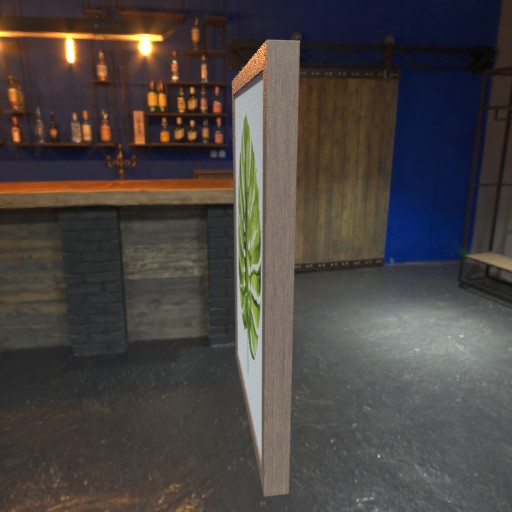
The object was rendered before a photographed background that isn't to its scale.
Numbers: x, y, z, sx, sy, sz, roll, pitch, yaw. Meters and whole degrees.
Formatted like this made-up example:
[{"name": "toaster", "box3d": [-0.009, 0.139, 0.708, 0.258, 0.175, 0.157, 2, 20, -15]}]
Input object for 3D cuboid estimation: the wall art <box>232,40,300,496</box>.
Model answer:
[{"name": "wall art", "box3d": [0.000, 0.000, 0.645, 0.032, 0.510, 0.358, -2, 16, -8]}]
